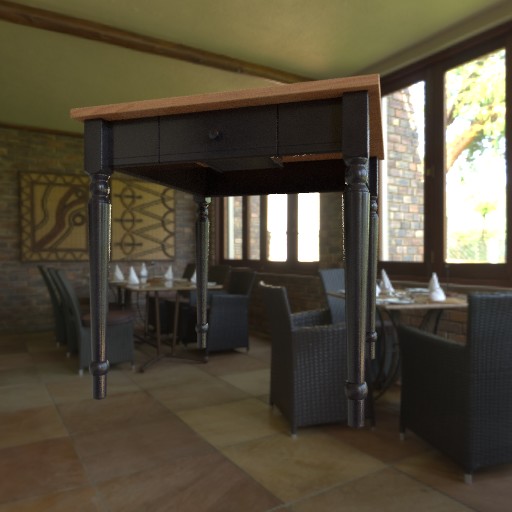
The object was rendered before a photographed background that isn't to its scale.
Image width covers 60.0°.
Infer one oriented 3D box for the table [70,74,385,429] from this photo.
[{"bbox_3d":[0.000,0.000,1.360,0.747,0.738,0.747,0,0,17],"label":"table"}]
